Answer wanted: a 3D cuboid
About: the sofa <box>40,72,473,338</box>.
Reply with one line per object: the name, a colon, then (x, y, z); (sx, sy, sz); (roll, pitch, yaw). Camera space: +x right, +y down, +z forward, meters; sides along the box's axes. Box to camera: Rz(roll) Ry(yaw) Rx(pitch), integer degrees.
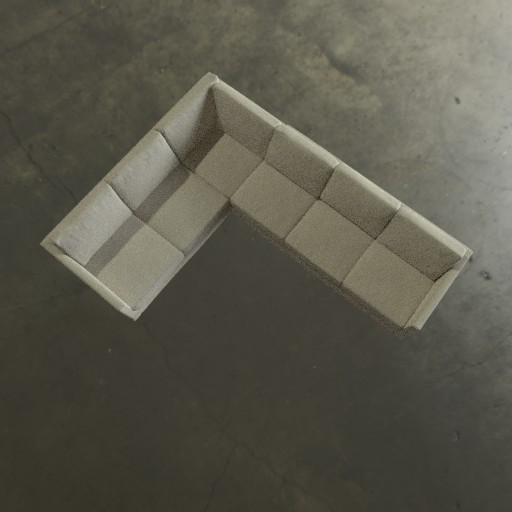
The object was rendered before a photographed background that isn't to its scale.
sofa: (0.000, 0.000, 4.292); (3.182, 0.863, 2.432); (37, 77, 10)
